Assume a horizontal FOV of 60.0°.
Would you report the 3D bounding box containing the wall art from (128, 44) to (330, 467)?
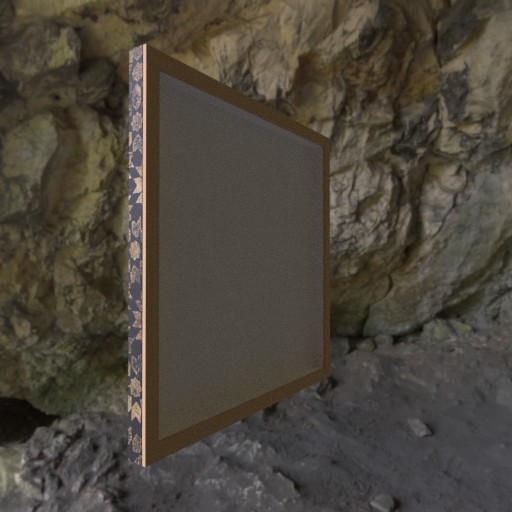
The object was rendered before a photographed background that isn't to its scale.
[{"bbox_3d":[0.000,0.000,0.899,0.038,0.612,0.612,0,-1,35],"label":"wall art"}]
